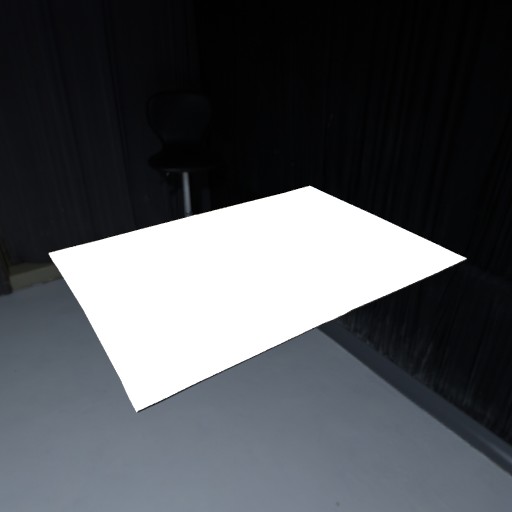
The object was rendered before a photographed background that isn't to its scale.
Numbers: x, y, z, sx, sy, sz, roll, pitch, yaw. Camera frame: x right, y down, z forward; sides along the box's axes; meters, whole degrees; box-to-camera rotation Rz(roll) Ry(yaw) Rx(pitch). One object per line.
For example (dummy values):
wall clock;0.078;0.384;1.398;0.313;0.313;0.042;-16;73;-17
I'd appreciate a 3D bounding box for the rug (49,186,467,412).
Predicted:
rug;0.000;0.000;3.712;2.869;0.038;2.032;-18;34;-29
